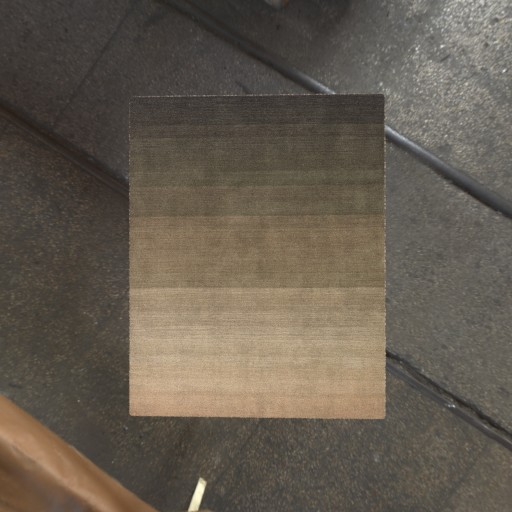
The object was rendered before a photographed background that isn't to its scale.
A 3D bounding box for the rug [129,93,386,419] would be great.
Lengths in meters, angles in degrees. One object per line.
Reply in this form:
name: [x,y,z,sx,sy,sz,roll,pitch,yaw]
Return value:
rug: [0.000,0.000,3.986,2.306,0.017,2.902,0,90,2]
